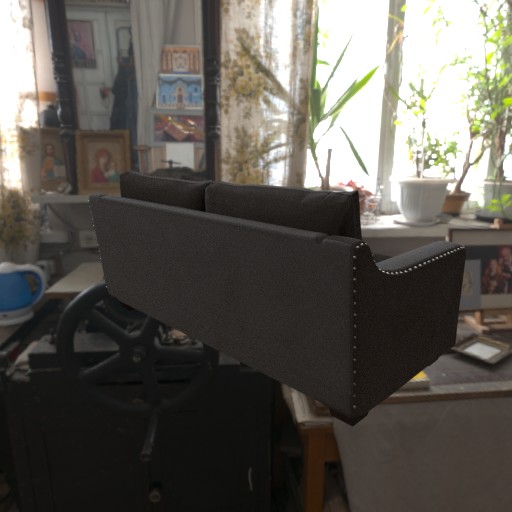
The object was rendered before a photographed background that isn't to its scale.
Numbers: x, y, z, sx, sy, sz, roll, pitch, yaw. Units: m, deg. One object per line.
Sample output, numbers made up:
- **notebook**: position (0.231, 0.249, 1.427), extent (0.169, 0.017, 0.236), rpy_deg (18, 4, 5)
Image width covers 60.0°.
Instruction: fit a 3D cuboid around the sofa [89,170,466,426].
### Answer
- **sofa**: position (0.000, 0.000, 3.289), extent (1.336, 1.196, 2.550), rpy_deg (-14, 20, -43)
